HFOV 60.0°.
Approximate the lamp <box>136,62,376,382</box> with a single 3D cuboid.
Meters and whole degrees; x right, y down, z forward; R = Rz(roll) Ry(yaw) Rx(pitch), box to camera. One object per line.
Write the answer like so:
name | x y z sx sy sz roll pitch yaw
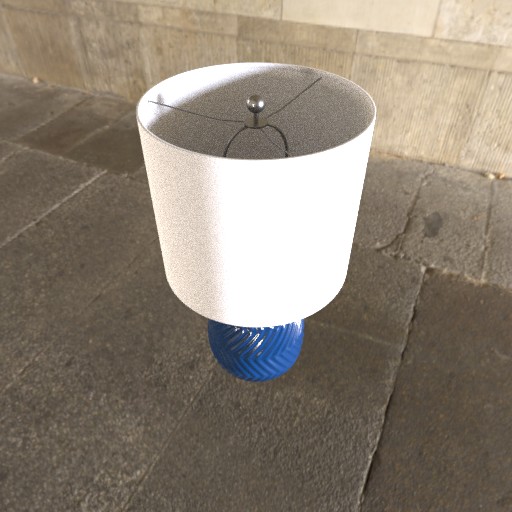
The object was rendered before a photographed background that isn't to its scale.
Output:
lamp | 0.000 0.000 0.501 0.203 0.368 0.203 -13 43 -14
